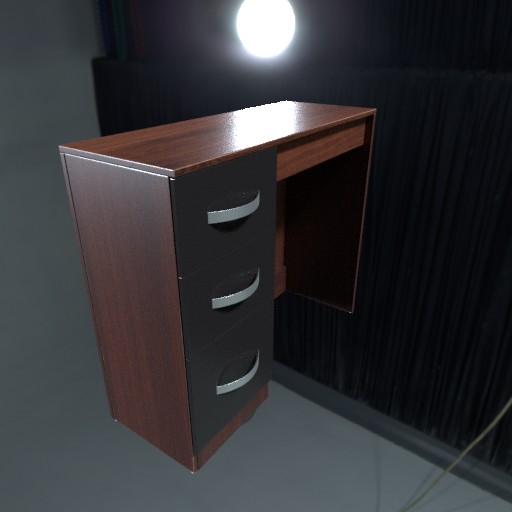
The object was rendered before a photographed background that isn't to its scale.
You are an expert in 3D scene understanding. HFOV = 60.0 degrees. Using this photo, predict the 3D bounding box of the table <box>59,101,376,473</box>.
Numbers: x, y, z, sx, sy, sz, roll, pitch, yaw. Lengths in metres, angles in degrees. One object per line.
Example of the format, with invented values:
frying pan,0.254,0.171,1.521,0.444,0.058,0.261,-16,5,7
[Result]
table,0.000,0.000,1.365,0.380,0.790,0.930,17,31,31
